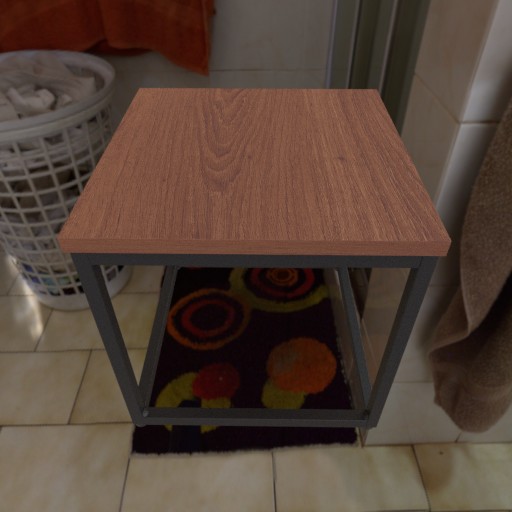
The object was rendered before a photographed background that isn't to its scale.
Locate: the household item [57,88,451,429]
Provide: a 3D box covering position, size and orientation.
[{"bbox_3d":[0.000,0.000,0.731,0.400,0.400,0.400,1,42,1],"label":"household item"}]
